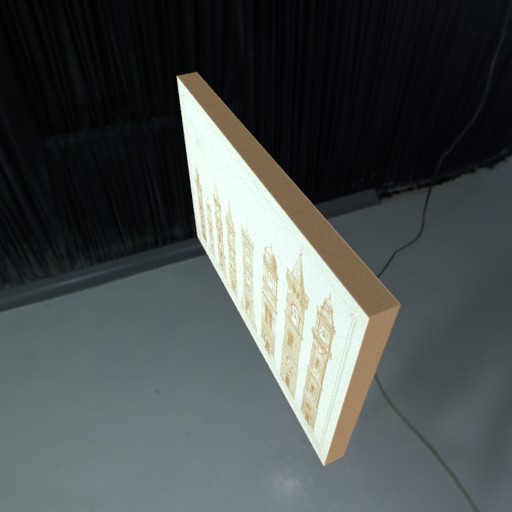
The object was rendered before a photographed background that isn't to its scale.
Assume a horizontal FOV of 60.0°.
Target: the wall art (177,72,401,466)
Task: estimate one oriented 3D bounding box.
[{"bbox_3d":[0.000,0.000,0.781,0.039,0.407,0.609,-19,49,-17],"label":"wall art"}]
